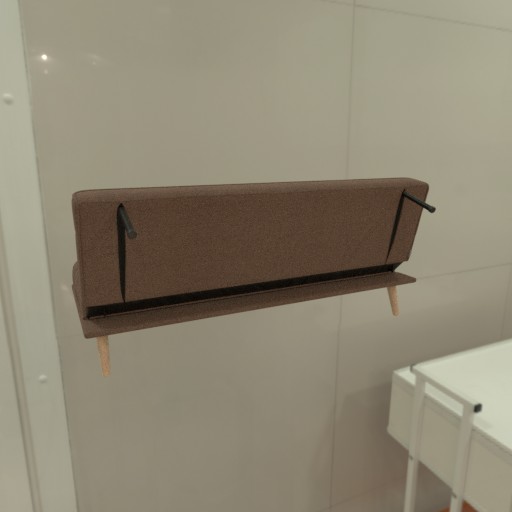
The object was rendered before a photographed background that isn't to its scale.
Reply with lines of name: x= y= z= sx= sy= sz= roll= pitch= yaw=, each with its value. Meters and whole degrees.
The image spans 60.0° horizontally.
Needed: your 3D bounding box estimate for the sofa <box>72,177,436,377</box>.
sofa: x=0.000 y=0.000 z=2.390 sx=1.820 sy=0.810 sz=1.038 roll=-7 pitch=15 yaw=-25
